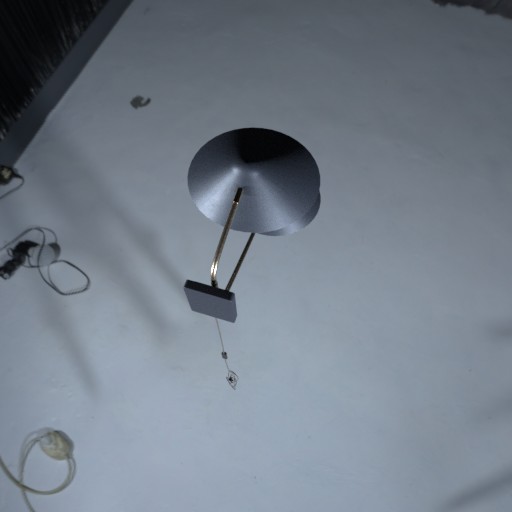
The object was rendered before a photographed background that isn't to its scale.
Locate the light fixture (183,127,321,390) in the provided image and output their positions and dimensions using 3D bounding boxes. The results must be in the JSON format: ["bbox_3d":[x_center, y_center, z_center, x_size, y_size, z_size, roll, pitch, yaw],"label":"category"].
[{"bbox_3d":[0.000,0.000,0.869,0.189,0.665,0.422,15,64,8],"label":"light fixture"}]
